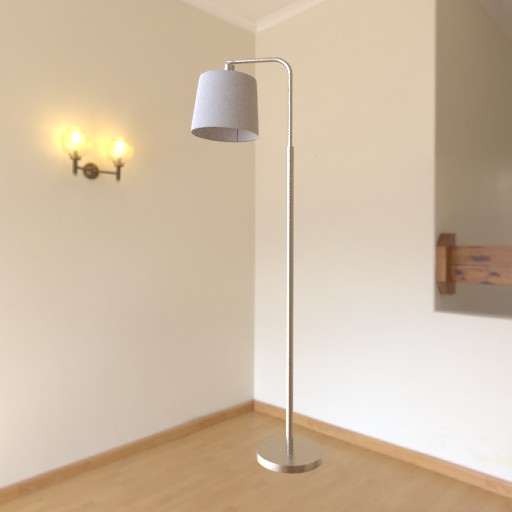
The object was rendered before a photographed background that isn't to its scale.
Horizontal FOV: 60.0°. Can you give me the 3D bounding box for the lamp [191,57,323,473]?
[{"bbox_3d":[0.000,0.000,1.657,0.508,1.478,0.254,0,2,19],"label":"lamp"}]
